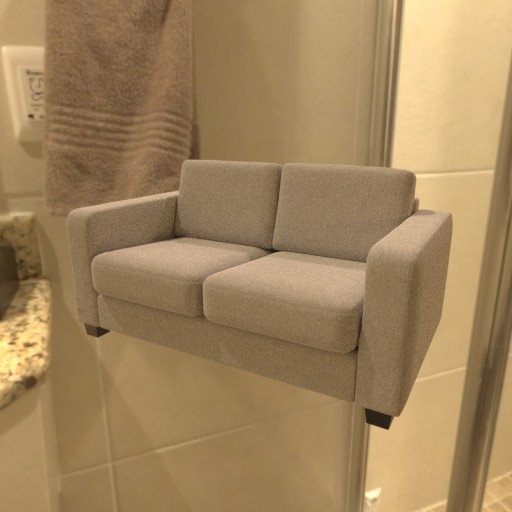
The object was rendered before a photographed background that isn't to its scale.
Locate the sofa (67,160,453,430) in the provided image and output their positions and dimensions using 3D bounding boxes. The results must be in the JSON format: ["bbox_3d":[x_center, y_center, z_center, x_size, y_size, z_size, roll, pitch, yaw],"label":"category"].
[{"bbox_3d":[0.000,0.000,2.013,1.540,0.800,0.900,9,18,28],"label":"sofa"}]
